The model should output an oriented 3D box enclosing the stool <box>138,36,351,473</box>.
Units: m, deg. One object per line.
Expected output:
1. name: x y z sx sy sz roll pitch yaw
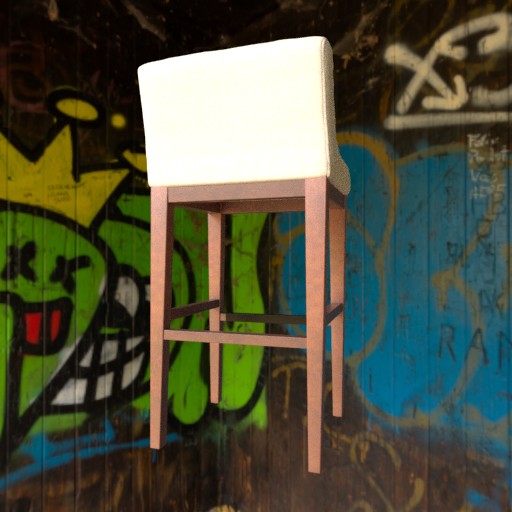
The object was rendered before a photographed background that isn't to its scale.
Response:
1. stool: 0.000 0.000 1.310 0.511 1.037 0.500 0 0 18
